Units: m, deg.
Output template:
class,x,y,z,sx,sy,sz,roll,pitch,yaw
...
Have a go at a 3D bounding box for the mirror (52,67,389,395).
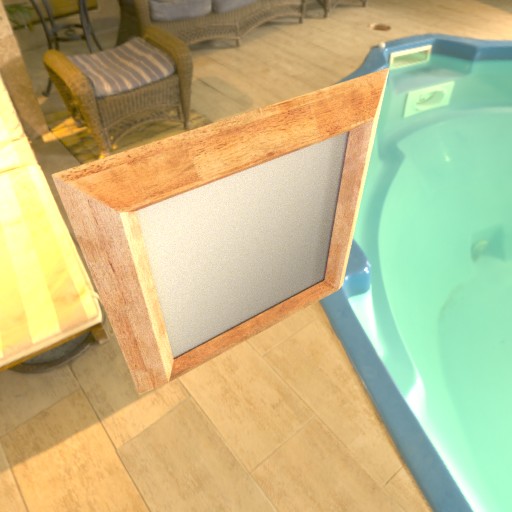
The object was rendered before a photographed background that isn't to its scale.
class,x,y,z,sx,sy,sz,roll,pitch,yaw
mirror,0.000,0.000,0.961,0.651,0.651,0.047,-25,51,-22
